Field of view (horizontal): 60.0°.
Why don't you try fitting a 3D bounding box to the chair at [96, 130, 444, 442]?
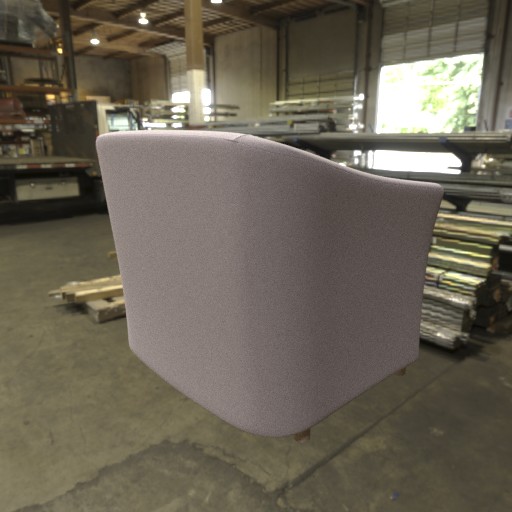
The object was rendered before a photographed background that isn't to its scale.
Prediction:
[{"bbox_3d":[0.000,0.000,1.322,0.700,0.720,0.790,-14,21,-41],"label":"chair"}]
